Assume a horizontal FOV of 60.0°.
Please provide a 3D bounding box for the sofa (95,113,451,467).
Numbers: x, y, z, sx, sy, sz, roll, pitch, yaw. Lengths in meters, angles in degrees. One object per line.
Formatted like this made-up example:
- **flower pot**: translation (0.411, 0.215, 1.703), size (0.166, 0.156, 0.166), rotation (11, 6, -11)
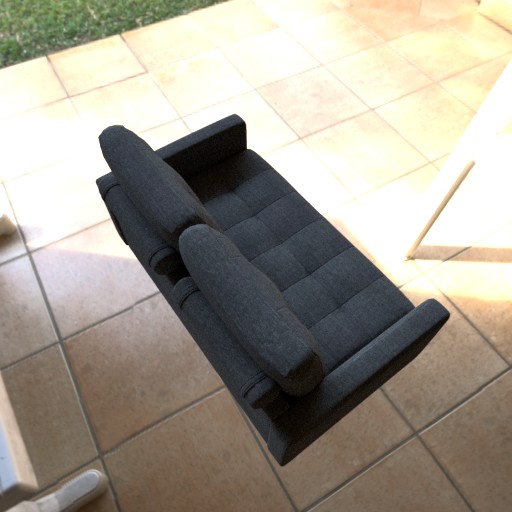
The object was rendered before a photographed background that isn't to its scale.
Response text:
- **sofa**: translation (0.000, 0.000, 1.909), size (0.842, 0.907, 1.407), rotation (-32, 62, -19)
